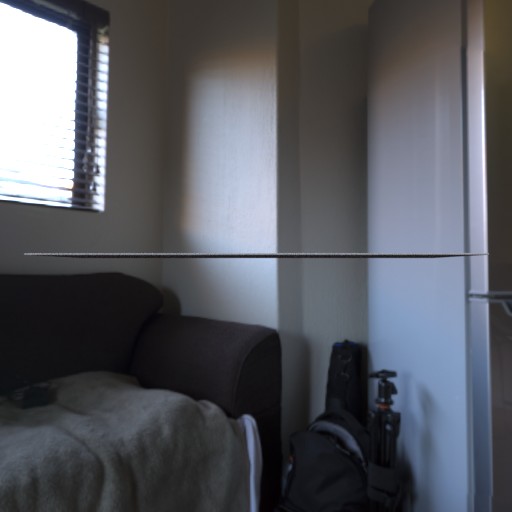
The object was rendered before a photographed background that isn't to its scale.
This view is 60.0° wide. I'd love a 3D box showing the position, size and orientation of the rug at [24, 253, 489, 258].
[{"bbox_3d":[0.000,0.000,2.691,2.435,0.009,0.750,0,-2,1],"label":"rug"}]
